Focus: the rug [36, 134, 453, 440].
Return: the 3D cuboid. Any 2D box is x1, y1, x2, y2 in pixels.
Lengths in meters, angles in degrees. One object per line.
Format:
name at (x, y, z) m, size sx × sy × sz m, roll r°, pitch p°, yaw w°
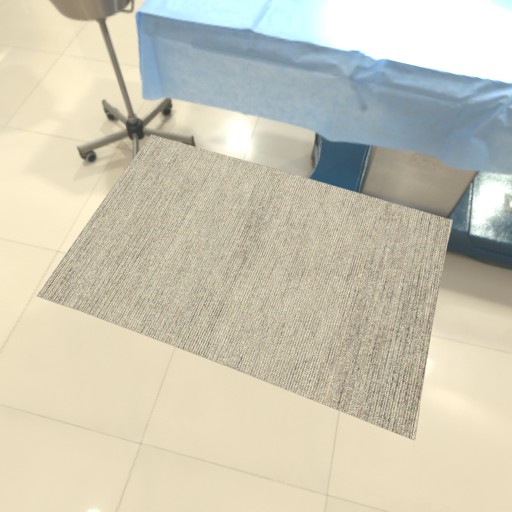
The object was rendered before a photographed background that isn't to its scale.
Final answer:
rug at (0.000, 0.000, 2.220) m, size 1.804 × 0.022 × 1.162 m, roll 18°, pitch 60°, yaw 11°
